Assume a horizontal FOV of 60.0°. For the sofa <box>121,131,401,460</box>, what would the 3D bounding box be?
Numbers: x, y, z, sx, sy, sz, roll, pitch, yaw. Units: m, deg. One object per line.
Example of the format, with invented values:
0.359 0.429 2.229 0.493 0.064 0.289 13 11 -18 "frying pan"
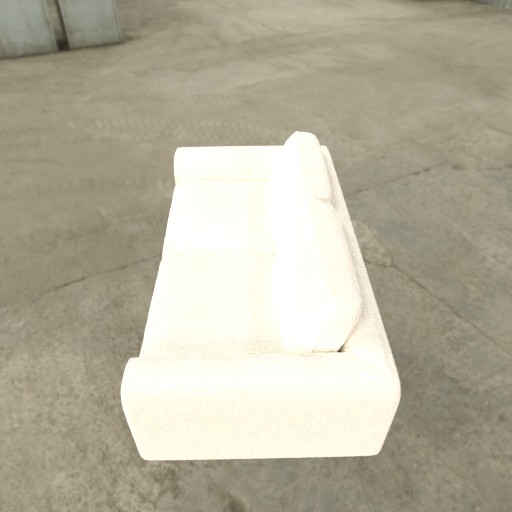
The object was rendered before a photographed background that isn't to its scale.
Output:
0.000 0.000 2.425 1.069 0.801 1.920 -1 41 -1 "sofa"
